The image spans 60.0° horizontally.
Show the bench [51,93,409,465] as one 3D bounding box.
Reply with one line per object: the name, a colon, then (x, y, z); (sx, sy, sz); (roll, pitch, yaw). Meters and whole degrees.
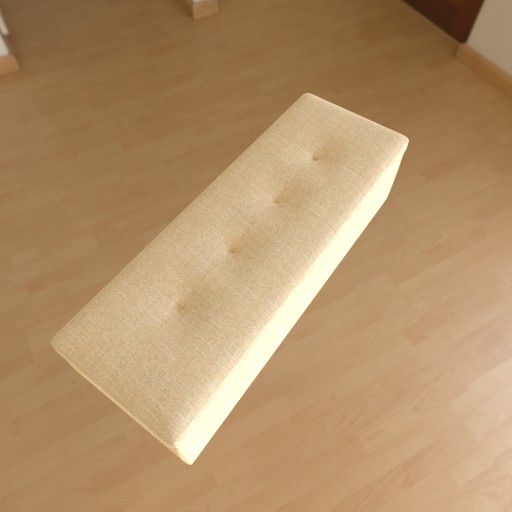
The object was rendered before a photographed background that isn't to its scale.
bench: (0.000, 0.000, 1.462); (0.432, 0.406, 1.219); (31, 63, 18)
